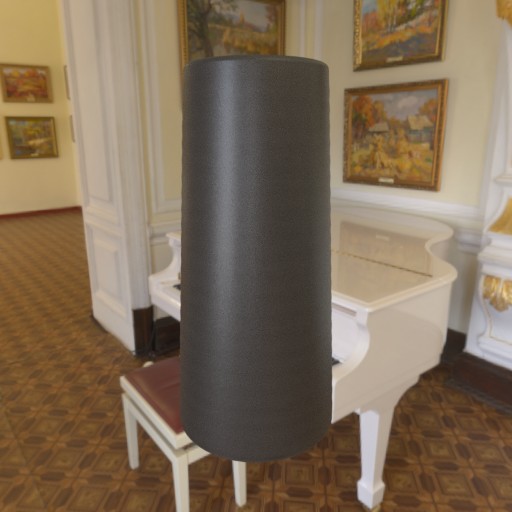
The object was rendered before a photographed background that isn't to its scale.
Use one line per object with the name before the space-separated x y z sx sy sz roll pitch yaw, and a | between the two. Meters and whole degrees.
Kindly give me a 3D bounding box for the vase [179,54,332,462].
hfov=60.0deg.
vase | 0.000 0.000 0.363 0.136 0.289 0.136 -8 18 -25
